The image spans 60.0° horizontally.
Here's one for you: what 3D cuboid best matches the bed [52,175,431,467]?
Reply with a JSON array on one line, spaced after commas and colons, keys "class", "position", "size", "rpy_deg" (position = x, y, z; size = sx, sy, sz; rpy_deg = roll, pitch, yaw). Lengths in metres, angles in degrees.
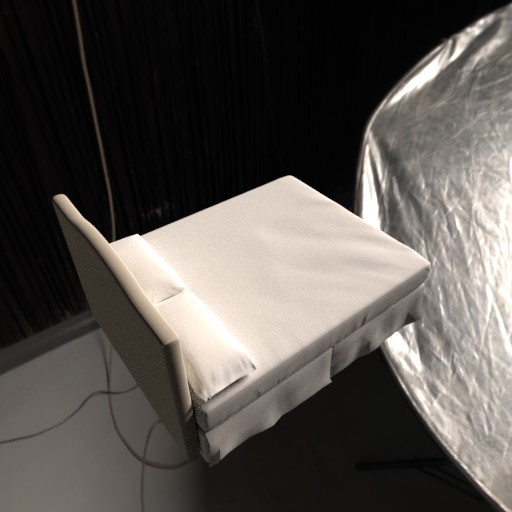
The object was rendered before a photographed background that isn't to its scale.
[{"class": "bed", "position": [0.000, 0.000, 3.701], "size": [2.477, 1.437, 1.977], "rpy_deg": [-27, 47, -27]}]
